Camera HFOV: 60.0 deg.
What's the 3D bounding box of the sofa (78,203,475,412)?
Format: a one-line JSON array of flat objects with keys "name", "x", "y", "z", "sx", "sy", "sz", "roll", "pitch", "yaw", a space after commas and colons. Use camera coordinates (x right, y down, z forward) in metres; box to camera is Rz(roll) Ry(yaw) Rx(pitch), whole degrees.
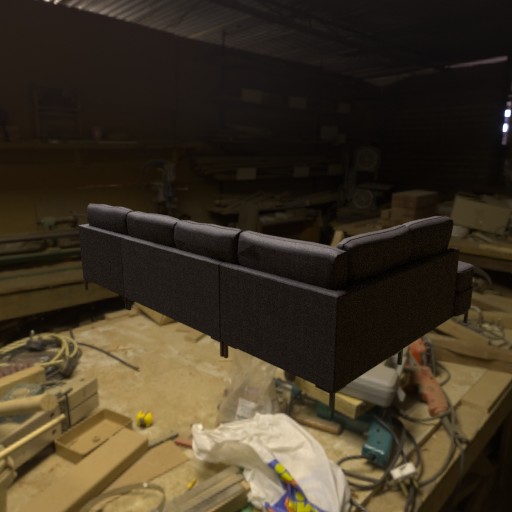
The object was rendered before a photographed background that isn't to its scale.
[{"name": "sofa", "x": 0.000, "y": 0.000, "z": 4.352, "sx": 2.048, "sy": 0.999, "sz": 3.423, "roll": -13, "pitch": 19, "yaw": -43}]
